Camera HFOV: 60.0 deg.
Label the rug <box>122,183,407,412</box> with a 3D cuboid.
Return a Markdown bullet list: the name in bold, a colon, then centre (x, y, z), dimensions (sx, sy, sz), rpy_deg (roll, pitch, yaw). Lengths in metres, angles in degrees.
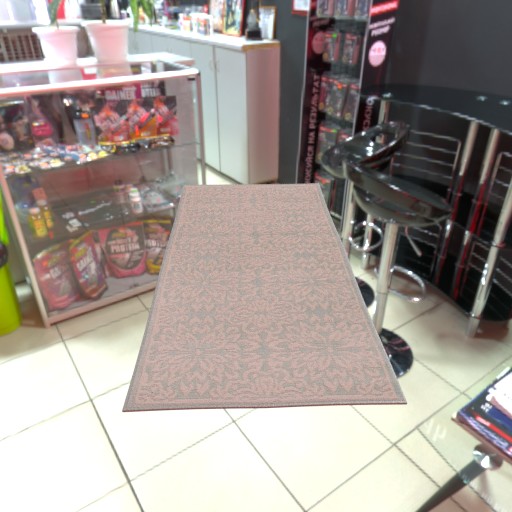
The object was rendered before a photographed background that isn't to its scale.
- **rug**: centre (0.000, 0.000, 1.452), dimensions (0.604, 0.007, 1.219), rpy_deg (-1, 32, -2)
